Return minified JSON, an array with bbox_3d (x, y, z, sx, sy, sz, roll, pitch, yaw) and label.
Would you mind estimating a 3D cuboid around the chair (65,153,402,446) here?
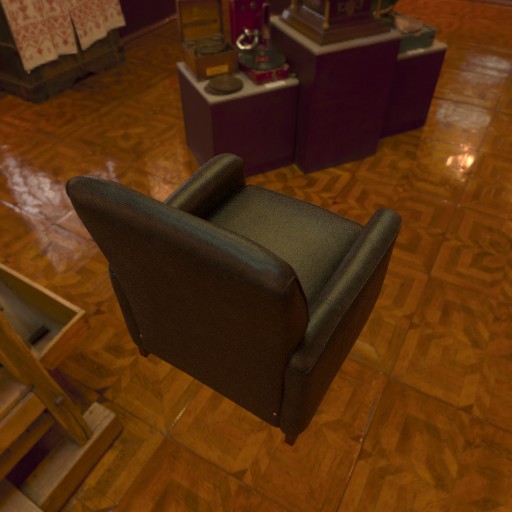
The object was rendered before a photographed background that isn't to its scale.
[{"bbox_3d":[0.000,0.000,1.617,0.848,1.014,0.864,24,50,22],"label":"chair"}]
